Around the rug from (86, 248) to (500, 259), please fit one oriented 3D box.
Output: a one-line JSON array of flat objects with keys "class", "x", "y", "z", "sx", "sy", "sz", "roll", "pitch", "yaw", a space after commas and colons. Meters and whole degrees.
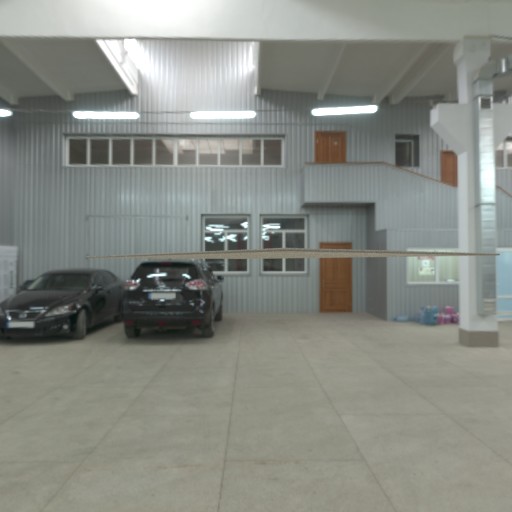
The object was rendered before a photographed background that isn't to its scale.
[{"class": "rug", "x": 0.000, "y": 0.000, "z": 2.936, "sx": 1.524, "sy": 0.011, "sz": 2.438, "roll": 1, "pitch": -1, "yaw": -36}]
